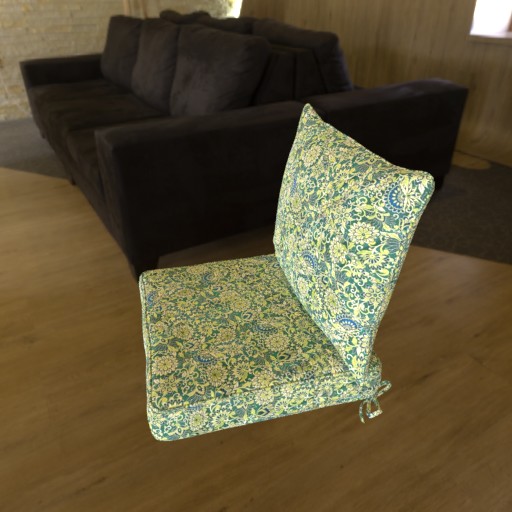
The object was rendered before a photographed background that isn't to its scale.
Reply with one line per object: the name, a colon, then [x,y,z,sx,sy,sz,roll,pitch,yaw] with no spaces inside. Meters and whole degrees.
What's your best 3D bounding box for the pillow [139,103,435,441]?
pillow: [0.000,0.000,1.347,0.740,0.722,0.798,-8,32,-13]
